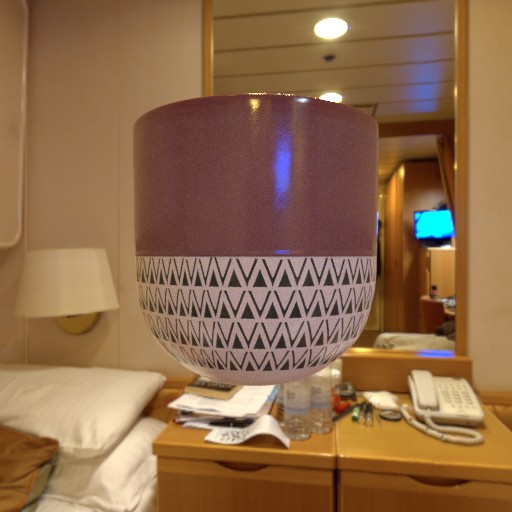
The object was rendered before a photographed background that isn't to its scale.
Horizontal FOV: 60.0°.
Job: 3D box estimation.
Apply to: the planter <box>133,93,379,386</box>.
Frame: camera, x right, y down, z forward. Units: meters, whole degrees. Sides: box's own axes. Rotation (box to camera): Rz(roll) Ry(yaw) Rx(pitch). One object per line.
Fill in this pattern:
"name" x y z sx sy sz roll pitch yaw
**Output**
"planter" 0.000 0.000 0.498 0.266 0.270 0.266 0 0 0
